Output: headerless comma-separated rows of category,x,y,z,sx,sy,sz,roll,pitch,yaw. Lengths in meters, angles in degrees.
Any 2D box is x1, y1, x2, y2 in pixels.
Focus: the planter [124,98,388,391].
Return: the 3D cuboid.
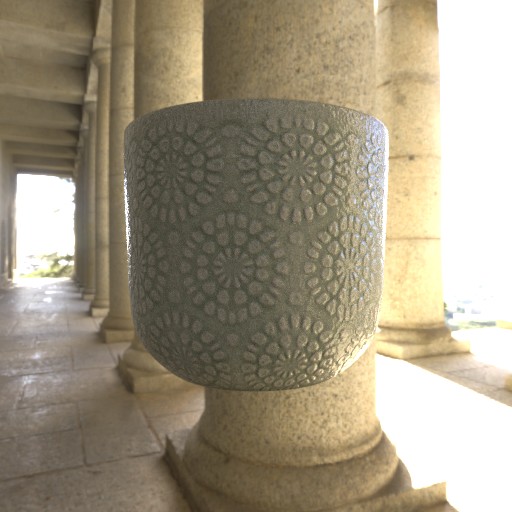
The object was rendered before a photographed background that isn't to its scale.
planter,0.000,0.000,0.296,0.169,0.153,0.169,0,0,0
